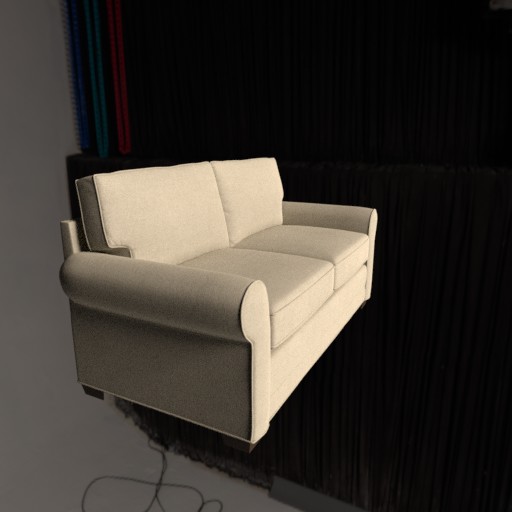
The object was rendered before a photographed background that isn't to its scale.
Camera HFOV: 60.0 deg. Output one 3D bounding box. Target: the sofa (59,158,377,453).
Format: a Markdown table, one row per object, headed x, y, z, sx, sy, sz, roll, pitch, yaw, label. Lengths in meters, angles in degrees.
| x | y | z | sx | sy | sz | roll | pitch | yaw | label |
| --- | --- | --- | --- | --- | --- | --- | --- | --- | --- |
| 0.000 | 0.000 | 2.262 | 0.861 | 0.933 | 1.774 | 8 | 17 | 26 | sofa |
